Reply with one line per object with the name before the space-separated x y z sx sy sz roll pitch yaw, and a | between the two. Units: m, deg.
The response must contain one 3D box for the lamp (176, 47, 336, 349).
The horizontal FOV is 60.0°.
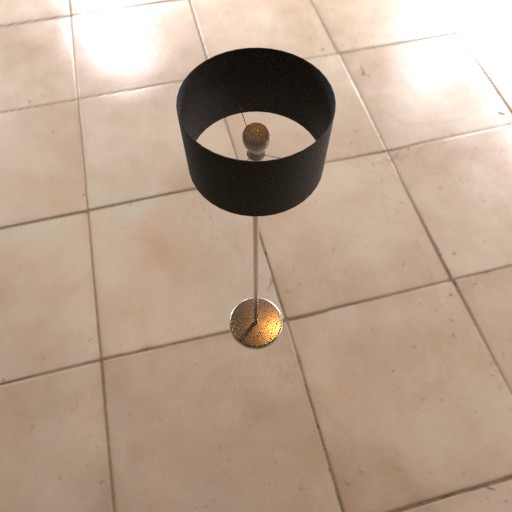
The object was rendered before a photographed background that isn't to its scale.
lamp | 0.000 0.000 1.604 0.348 1.443 0.348 -13 63 -7
